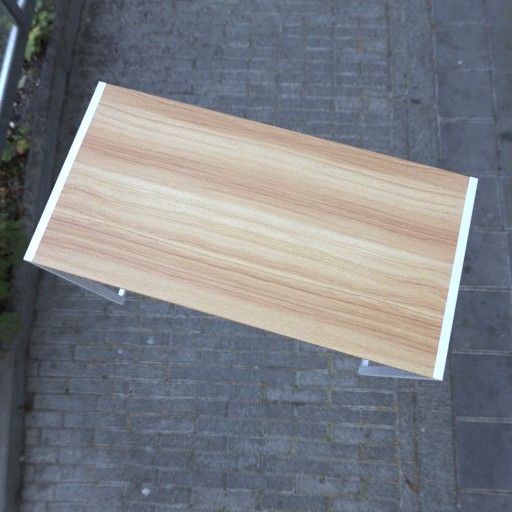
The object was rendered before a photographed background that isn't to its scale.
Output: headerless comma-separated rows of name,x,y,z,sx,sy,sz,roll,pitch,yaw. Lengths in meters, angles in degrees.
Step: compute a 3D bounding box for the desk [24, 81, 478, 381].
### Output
desk,0.000,0.000,1.453,1.016,0.762,0.508,16,76,4
